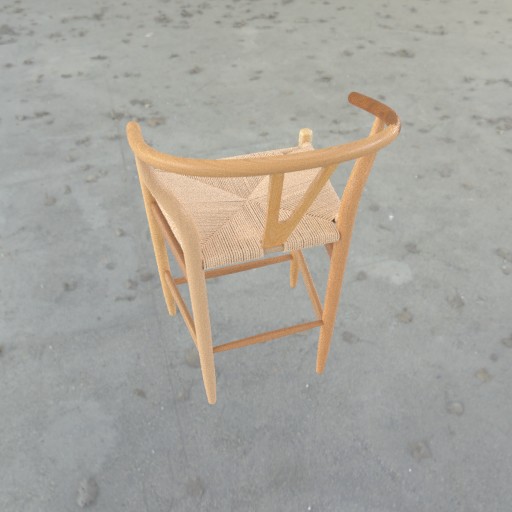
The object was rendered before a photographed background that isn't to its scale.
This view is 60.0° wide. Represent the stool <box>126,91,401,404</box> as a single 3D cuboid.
[{"bbox_3d":[0.000,0.000,1.205,0.536,0.923,0.575,-12,44,-13],"label":"stool"}]
